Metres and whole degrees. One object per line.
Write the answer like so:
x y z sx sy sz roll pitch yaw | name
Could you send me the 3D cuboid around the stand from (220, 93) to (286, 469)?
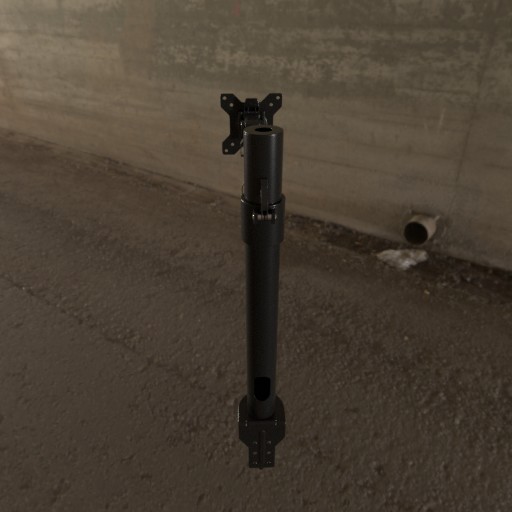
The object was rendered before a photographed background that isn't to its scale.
0.000 0.000 0.727 0.115 0.510 0.456 -1 30 -2 | stand
